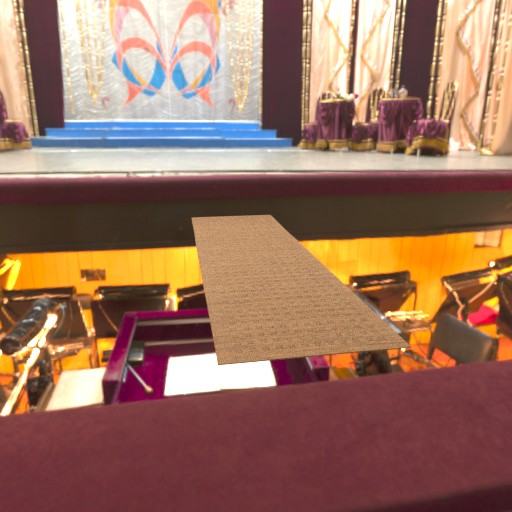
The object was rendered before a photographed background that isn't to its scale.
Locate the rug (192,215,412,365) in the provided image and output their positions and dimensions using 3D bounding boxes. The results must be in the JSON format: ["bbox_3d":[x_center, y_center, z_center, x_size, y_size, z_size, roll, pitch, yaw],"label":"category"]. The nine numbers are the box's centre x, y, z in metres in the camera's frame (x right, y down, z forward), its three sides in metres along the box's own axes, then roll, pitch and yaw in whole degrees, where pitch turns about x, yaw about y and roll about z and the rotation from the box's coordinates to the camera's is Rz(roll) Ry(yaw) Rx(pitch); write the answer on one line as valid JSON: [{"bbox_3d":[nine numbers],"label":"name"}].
[{"bbox_3d":[0.000,0.000,2.659,0.688,0.005,2.437,-3,17,-10],"label":"rug"}]
